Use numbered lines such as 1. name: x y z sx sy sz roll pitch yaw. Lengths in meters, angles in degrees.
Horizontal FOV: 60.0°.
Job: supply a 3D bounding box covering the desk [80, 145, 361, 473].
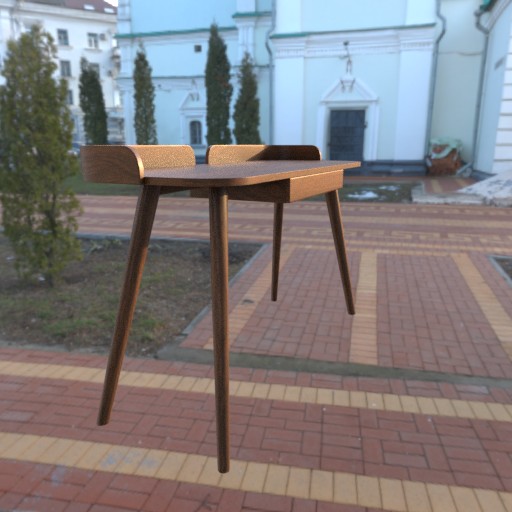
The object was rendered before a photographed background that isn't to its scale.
1. desk: 0.000 0.000 1.651 0.486 0.800 1.256 7 16 26
